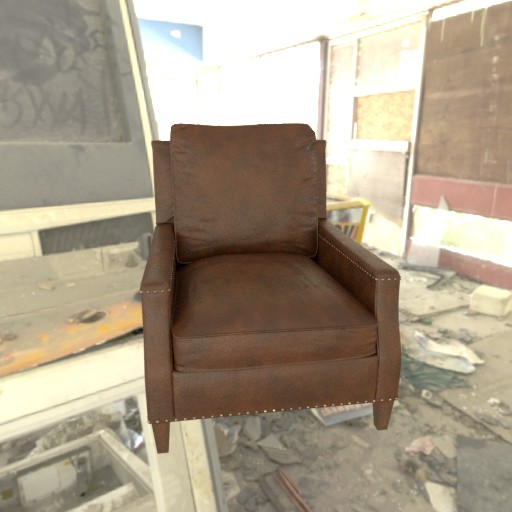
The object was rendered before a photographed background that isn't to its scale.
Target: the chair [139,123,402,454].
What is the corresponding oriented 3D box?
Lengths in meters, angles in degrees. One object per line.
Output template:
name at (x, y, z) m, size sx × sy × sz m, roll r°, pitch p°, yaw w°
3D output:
chair at (0.000, 0.000, 1.813) m, size 0.854 × 1.054 × 1.035 m, roll -2°, pitch 16°, yaw -9°
